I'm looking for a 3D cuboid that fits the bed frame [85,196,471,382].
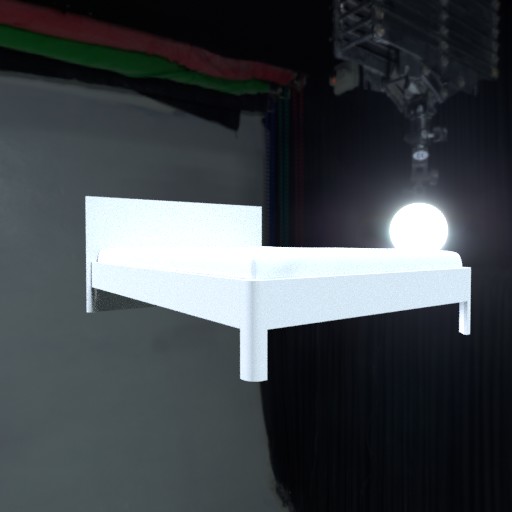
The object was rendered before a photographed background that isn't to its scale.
[{"bbox_3d":[0.000,0.000,2.707,1.490,0.800,1.950,-1,2,-36],"label":"bed frame"}]
